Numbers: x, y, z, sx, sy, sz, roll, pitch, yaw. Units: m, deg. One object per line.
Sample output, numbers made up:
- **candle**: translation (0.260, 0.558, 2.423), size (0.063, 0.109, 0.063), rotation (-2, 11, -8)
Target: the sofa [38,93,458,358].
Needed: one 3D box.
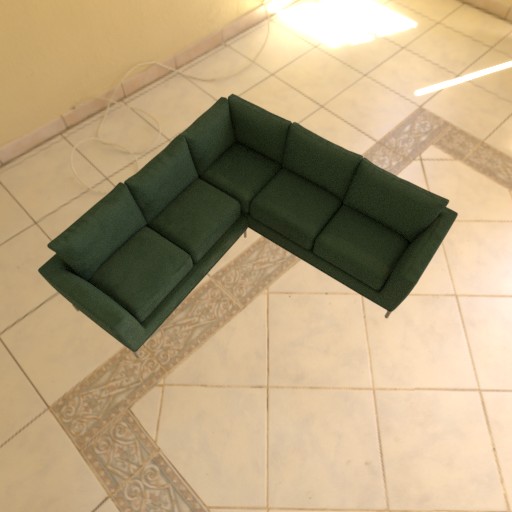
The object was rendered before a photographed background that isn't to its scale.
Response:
- **sofa**: translation (0.000, 0.000, 3.797), size (2.452, 1.004, 2.468), rotation (32, 64, 18)
